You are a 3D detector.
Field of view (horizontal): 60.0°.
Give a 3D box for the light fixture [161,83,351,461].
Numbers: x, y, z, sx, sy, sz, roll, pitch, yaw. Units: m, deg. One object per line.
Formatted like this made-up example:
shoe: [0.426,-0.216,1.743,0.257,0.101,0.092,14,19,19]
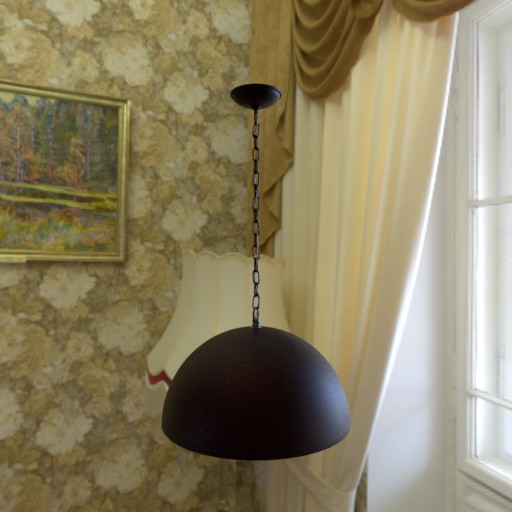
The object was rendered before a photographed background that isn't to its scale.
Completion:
light fixture: [0.000,0.000,1.182,0.492,0.869,0.492,0,-1,19]
